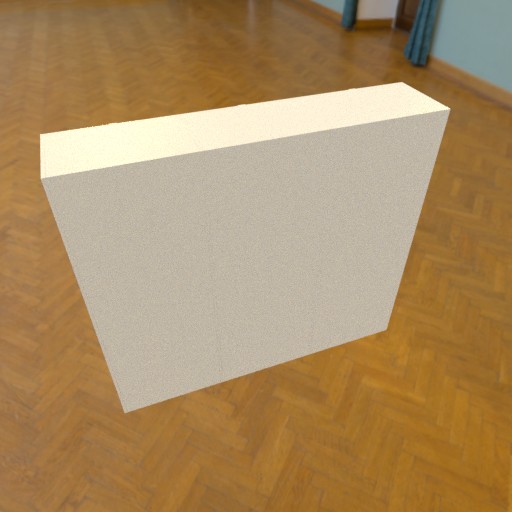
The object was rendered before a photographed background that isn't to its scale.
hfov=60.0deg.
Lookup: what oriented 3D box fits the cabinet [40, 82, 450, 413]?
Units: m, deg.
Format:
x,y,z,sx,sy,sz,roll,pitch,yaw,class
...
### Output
x,y,z,sx,sy,sz,roll,pitch,yaw,class
0.000,0.000,3.727,2.700,2.370,0.590,-14,42,-16,cabinet
